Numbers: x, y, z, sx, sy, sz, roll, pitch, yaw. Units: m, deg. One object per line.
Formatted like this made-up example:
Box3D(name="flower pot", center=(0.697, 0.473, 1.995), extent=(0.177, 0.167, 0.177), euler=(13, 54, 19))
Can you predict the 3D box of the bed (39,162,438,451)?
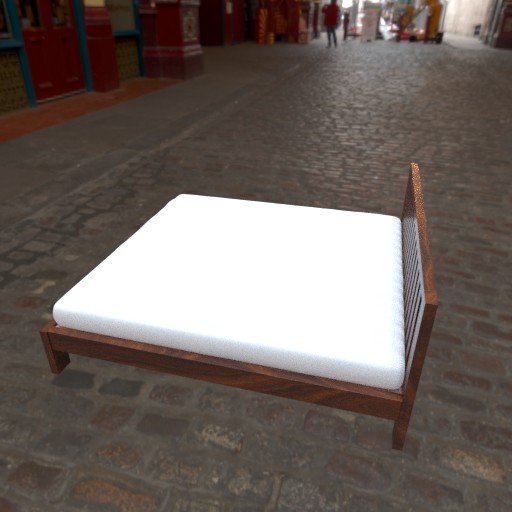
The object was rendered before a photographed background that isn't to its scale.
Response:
Box3D(name="bed", center=(0.000, 0.000, 3.022), extent=(2.030, 0.890, 1.905), euler=(8, 30, 13))
